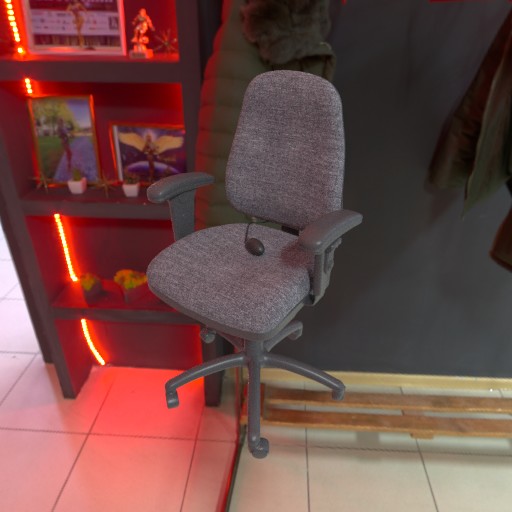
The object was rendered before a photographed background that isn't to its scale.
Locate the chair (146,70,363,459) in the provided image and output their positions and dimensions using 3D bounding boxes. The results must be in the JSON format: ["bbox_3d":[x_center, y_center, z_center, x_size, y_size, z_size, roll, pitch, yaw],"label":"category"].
[{"bbox_3d":[0.000,0.000,1.209,0.550,0.910,0.530,20,35,31],"label":"chair"}]
